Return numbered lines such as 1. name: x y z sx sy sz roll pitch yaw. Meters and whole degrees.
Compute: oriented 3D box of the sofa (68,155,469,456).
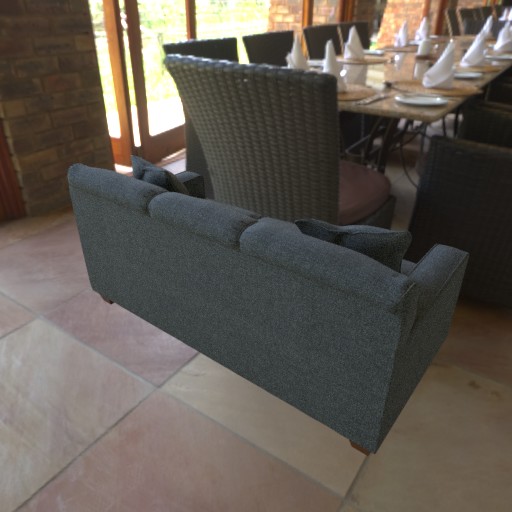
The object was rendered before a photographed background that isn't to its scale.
1. sofa: 0.000 0.000 2.515 2.024 0.958 0.997 21 36 32
